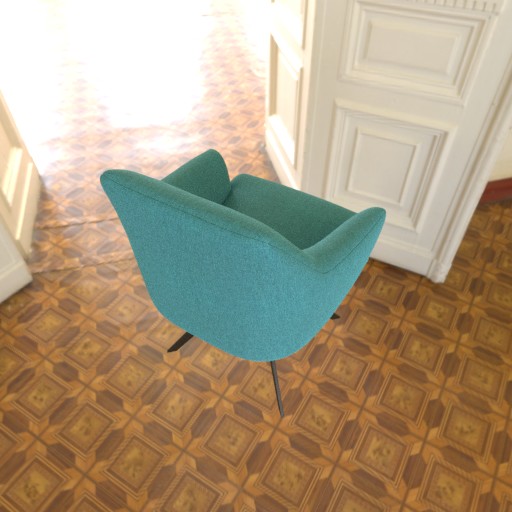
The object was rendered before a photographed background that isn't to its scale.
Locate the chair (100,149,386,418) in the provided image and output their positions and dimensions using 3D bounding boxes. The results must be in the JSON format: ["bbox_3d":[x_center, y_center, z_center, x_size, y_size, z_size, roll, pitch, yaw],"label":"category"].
[{"bbox_3d":[0.000,0.000,1.386,0.642,0.874,0.677,23,51,21],"label":"chair"}]
